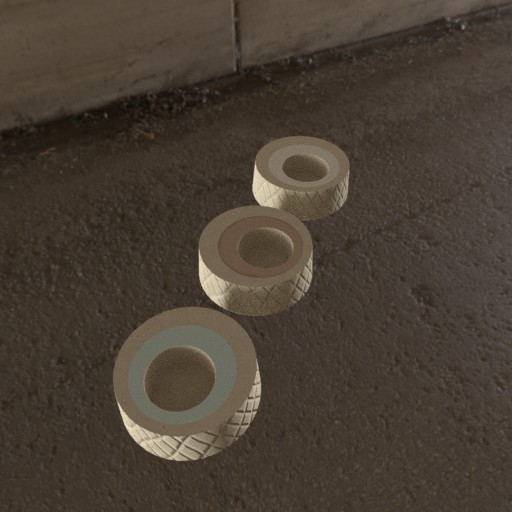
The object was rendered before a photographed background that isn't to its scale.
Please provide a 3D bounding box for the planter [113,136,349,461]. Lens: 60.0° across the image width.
[{"bbox_3d":[0.000,0.000,0.432,0.114,0.038,0.390,17,50,15],"label":"planter"}]
